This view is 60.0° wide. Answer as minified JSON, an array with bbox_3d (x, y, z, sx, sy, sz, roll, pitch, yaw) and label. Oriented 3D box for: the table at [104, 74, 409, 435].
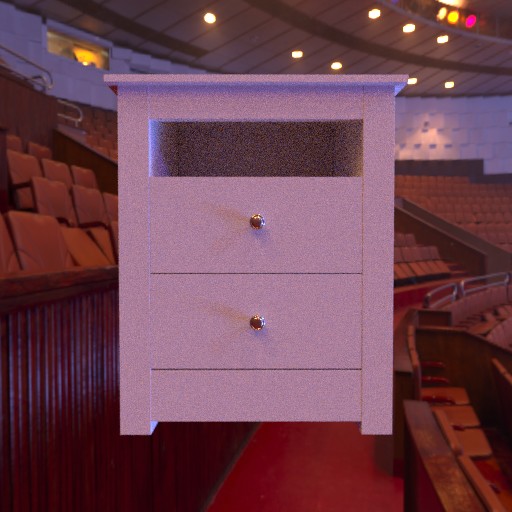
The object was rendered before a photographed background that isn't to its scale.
[{"bbox_3d":[0.000,0.000,1.065,0.589,0.711,0.406,0,2,0],"label":"table"}]
